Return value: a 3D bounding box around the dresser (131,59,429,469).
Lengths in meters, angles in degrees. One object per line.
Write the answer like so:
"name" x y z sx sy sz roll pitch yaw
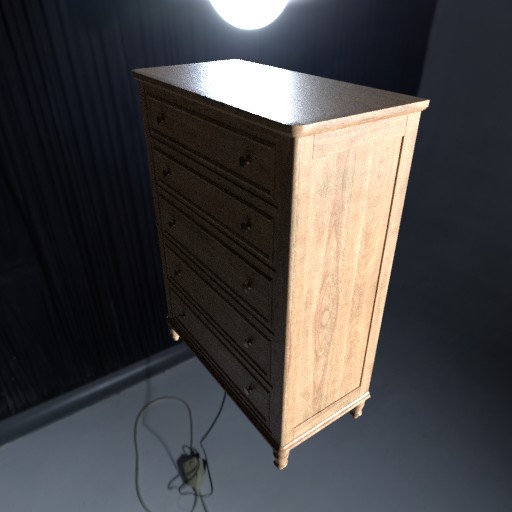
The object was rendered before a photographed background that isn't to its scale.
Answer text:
"dresser" 0.000 0.000 1.781 0.484 1.318 0.973 -20 37 -30
